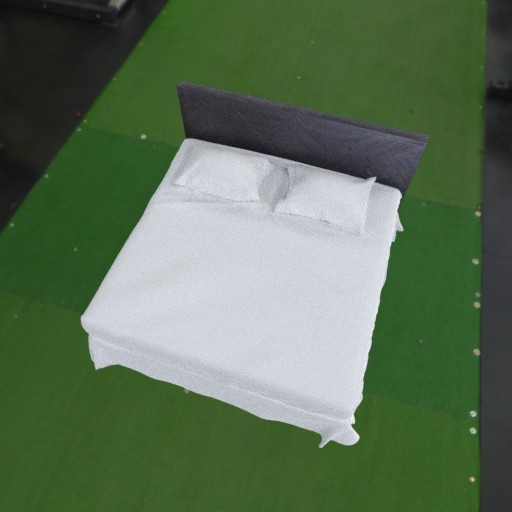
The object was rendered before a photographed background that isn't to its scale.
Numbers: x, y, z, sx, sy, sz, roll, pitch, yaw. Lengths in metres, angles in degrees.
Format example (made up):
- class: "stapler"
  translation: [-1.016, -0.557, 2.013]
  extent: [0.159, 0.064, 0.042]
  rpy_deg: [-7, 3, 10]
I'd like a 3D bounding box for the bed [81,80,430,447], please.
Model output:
- class: "bed"
  translation: [0.000, 0.000, 3.415]
  extent: [2.255, 1.158, 2.165]
  rpy_deg: [16, 60, 9]
